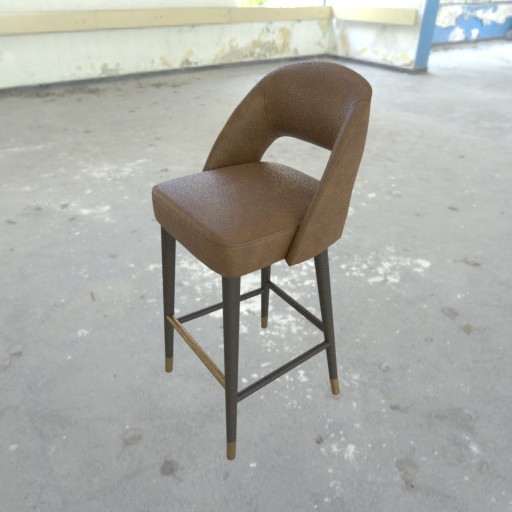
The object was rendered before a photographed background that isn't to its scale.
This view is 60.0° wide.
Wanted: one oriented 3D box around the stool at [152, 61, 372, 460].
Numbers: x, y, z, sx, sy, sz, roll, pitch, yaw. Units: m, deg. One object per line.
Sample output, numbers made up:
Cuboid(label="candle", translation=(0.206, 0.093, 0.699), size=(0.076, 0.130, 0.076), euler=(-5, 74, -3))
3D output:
Cuboid(label="stool", translation=(0.000, 0.000, 1.330), size=(0.509, 1.037, 0.494), euler=(-20, 37, -29))
